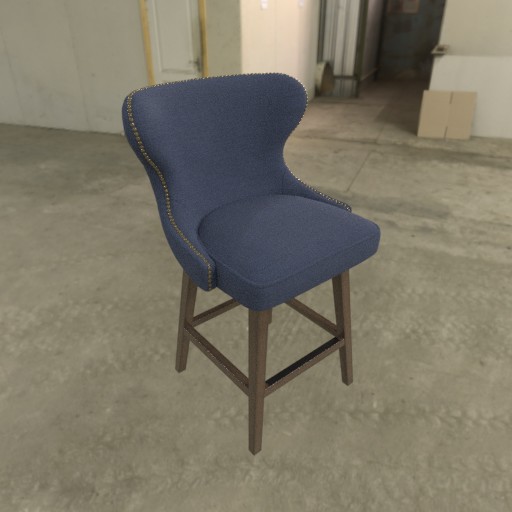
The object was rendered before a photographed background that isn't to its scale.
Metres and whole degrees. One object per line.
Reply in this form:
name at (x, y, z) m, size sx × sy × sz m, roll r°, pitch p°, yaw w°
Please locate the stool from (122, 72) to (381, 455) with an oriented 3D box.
stool at (0.000, 0.000, 1.369) m, size 0.615 × 0.972 × 0.597 m, roll -23°, pitch 38°, yaw -33°
